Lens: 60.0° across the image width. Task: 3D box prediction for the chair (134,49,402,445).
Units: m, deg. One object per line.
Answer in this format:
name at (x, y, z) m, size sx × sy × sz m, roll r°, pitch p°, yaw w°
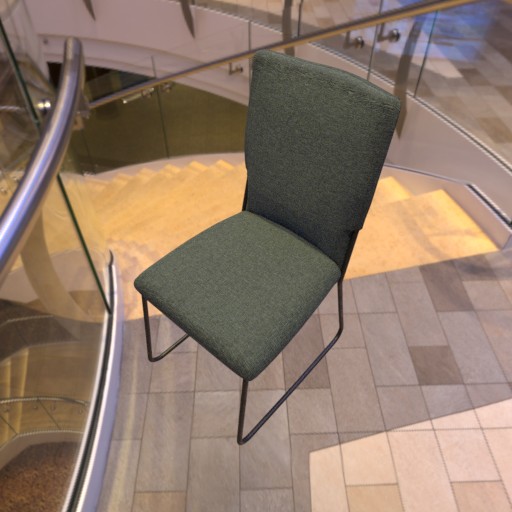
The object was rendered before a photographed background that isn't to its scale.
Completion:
chair at (0.000, 0.000, 1.300) m, size 0.480 × 0.931 × 0.635 m, roll 33°, pitch 54°, yaw 28°
